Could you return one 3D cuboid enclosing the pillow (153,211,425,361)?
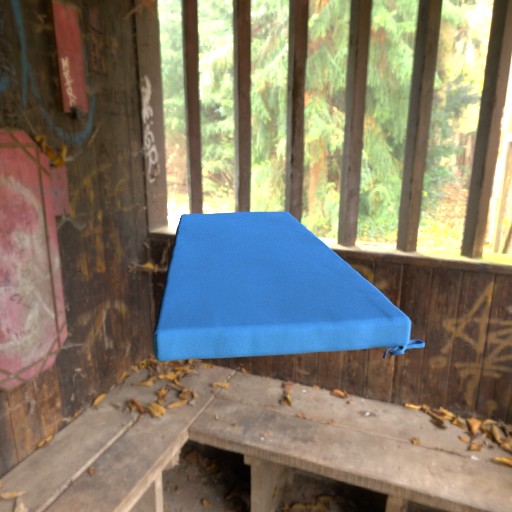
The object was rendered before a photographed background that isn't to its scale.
[{"bbox_3d":[0.000,0.000,1.309,0.492,0.081,1.187,-2,15,-7],"label":"pillow"}]
